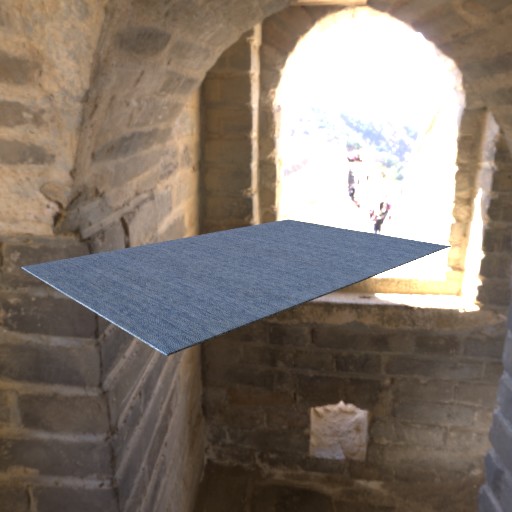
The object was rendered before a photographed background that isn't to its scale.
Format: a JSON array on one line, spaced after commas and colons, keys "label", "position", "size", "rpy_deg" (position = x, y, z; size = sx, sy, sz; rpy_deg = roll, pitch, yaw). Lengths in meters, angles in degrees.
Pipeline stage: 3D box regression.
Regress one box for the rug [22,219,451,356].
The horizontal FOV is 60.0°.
[{"label": "rug", "position": [0.000, 0.000, 2.137], "size": [1.752, 0.006, 1.142], "rpy_deg": [-14, 20, -42]}]
